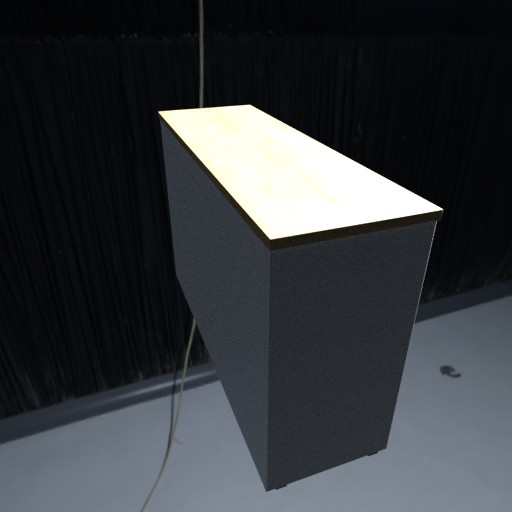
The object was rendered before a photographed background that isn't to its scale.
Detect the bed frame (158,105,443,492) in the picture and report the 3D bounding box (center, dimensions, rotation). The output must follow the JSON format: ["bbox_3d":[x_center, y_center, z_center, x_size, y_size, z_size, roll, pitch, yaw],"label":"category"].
[{"bbox_3d":[0.000,0.000,1.689,0.430,0.850,1.300,-10,31,-18],"label":"bed frame"}]
